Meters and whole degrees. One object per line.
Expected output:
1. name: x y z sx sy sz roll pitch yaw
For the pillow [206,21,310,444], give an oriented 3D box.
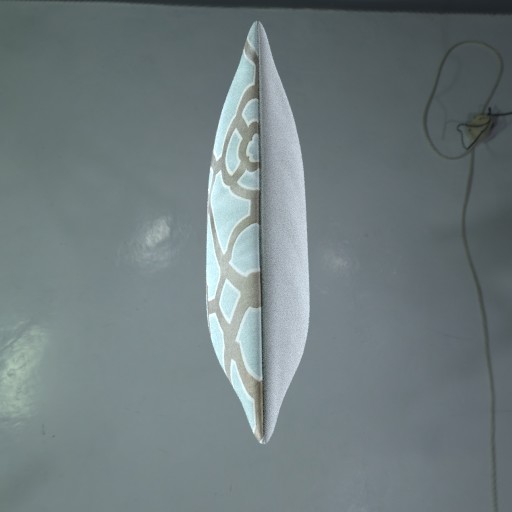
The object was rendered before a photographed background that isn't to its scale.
1. pillow: 0.000 0.000 0.790 0.166 0.508 0.552 -1 75 0
